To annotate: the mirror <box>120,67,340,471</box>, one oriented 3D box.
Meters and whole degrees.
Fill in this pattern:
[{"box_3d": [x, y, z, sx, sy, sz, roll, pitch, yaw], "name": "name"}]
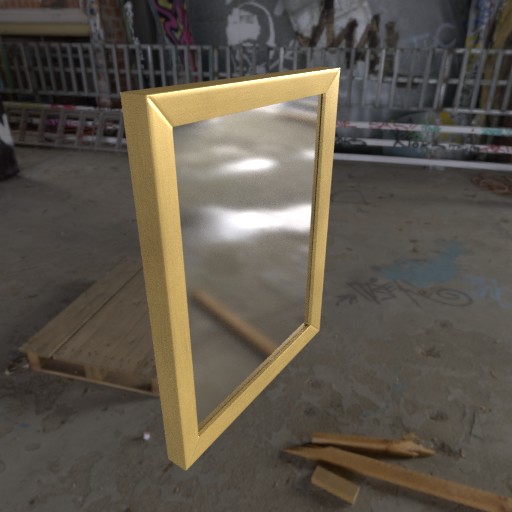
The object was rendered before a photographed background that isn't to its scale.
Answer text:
[{"box_3d": [0.000, 0.000, 0.675, 0.041, 0.508, 0.405, 18, 32, 31], "name": "mirror"}]
